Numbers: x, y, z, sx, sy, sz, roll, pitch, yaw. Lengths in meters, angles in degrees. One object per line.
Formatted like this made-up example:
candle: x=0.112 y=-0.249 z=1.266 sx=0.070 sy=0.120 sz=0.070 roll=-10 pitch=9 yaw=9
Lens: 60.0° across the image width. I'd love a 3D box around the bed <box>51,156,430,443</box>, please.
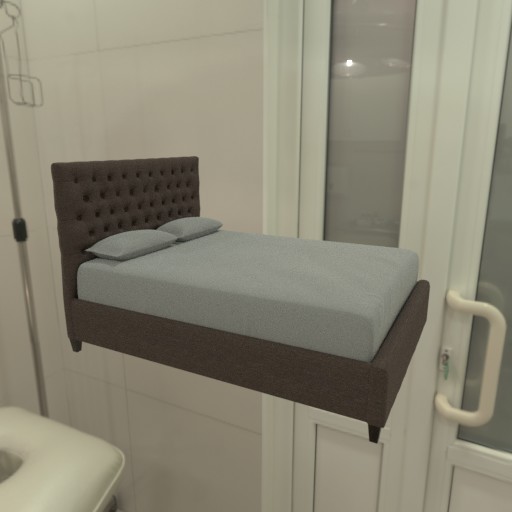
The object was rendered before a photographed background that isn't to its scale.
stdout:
bed: x=0.000 y=0.000 z=3.412 sx=2.387 sy=1.427 sz=1.698 roll=7 pitch=16 yaw=27
